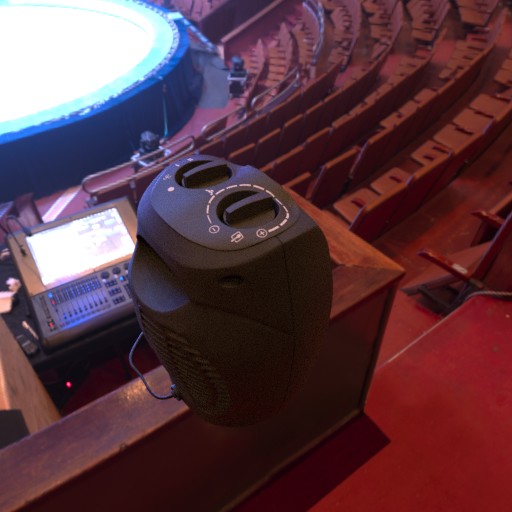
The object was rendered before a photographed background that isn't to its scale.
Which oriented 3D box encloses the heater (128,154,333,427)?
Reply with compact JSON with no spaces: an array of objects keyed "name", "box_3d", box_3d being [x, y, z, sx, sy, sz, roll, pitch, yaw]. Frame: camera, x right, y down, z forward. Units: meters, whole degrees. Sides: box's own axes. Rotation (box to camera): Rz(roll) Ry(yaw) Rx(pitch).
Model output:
[{"name":"heater","box_3d":[0.000,0.000,0.463,0.291,0.240,0.239,-27,48,-27]}]
